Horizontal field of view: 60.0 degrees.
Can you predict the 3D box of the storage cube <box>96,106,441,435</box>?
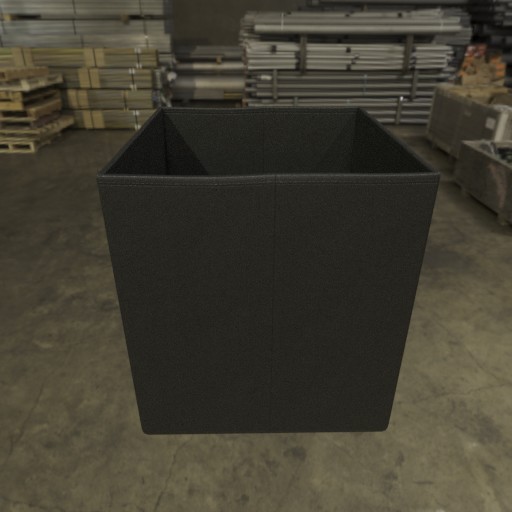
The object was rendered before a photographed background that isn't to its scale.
[{"bbox_3d":[0.000,0.000,0.503,0.270,0.280,0.270,0,29,-1],"label":"storage cube"}]
